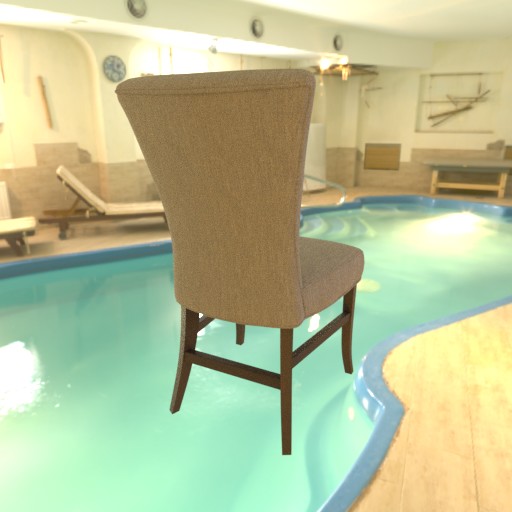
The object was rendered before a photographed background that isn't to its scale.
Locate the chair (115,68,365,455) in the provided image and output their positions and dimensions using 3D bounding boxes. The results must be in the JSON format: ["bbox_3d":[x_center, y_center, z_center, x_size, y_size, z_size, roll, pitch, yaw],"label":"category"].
[{"bbox_3d":[0.000,0.000,1.344,0.520,0.991,0.660,9,19,27],"label":"chair"}]
